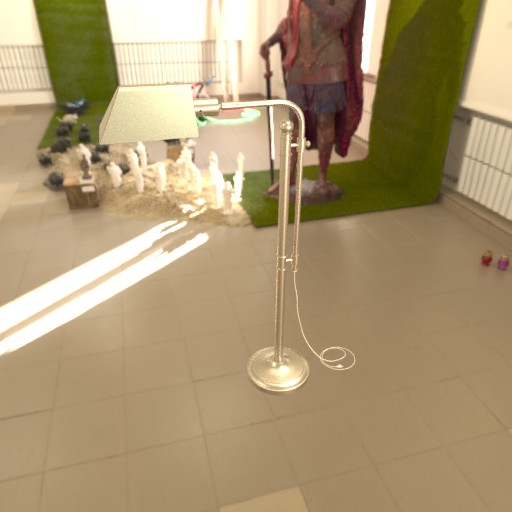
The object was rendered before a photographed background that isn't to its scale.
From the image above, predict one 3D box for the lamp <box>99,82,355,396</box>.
[{"bbox_3d":[0.000,0.000,0.946,0.546,0.708,0.159,-8,31,-14],"label":"lamp"}]
